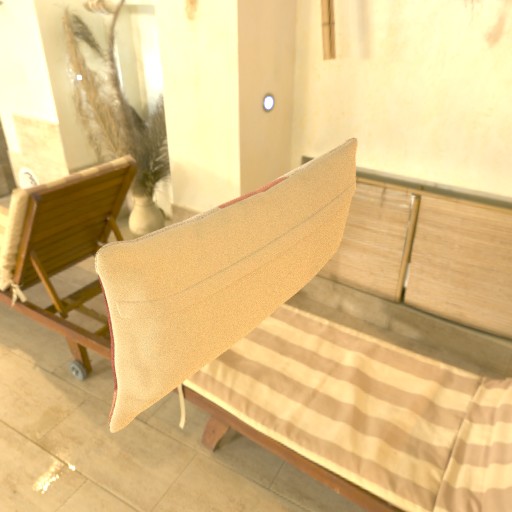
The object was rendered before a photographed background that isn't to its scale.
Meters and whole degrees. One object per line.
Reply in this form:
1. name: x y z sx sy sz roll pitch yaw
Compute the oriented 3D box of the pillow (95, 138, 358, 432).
1. pillow: 0.000 0.000 0.733 0.155 0.292 0.609 19 34 31
